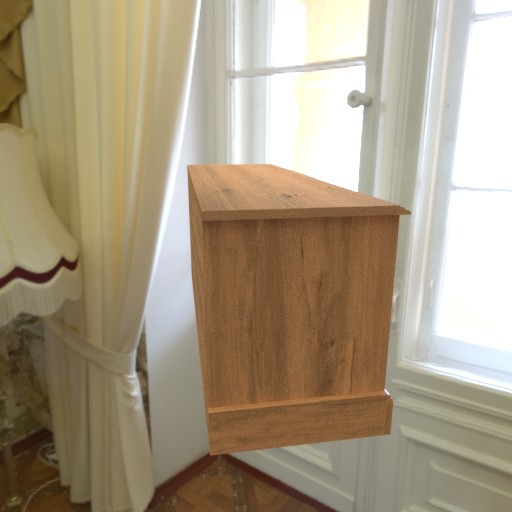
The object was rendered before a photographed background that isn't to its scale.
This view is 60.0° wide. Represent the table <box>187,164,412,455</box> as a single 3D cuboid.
[{"bbox_3d":[0.000,0.000,1.450,0.400,0.510,1.200,-3,16,-9],"label":"table"}]
